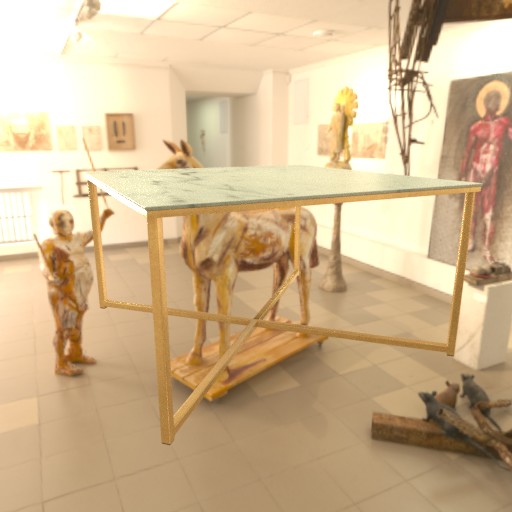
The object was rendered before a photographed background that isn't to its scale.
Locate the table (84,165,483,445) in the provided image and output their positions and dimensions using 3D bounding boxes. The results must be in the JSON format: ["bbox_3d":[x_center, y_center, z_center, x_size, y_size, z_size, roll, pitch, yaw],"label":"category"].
[{"bbox_3d":[0.000,0.000,1.275,0.800,0.450,0.800,-8,17,-26],"label":"table"}]
